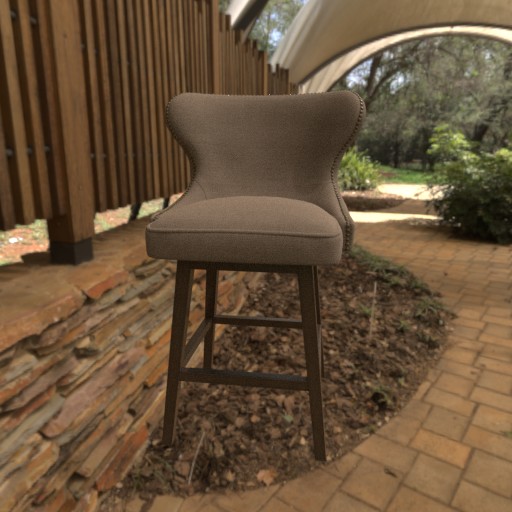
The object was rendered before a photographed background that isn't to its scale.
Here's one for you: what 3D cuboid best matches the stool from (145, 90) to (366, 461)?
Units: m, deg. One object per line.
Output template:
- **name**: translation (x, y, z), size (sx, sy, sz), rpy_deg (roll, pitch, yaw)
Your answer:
- **stool**: translation (0.000, 0.000, 1.333), size (0.615, 0.972, 0.597), rpy_deg (2, 15, 8)
